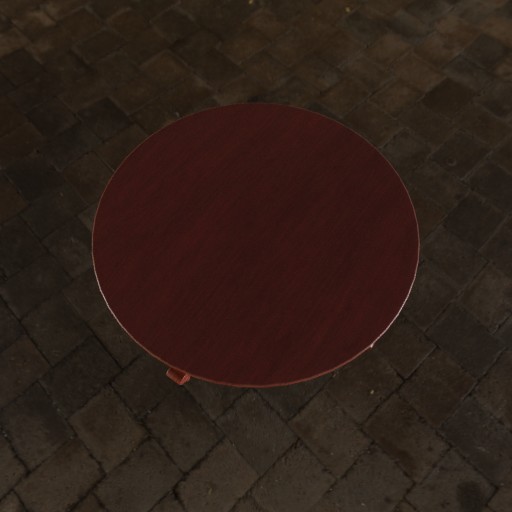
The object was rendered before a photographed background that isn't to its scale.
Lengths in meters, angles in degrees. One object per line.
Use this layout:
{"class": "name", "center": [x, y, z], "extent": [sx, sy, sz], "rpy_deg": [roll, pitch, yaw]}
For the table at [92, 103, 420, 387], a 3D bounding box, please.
{"class": "table", "center": [0.000, 0.000, 1.617], "extent": [1.029, 0.486, 1.029], "rpy_deg": [0, 63, 0]}
